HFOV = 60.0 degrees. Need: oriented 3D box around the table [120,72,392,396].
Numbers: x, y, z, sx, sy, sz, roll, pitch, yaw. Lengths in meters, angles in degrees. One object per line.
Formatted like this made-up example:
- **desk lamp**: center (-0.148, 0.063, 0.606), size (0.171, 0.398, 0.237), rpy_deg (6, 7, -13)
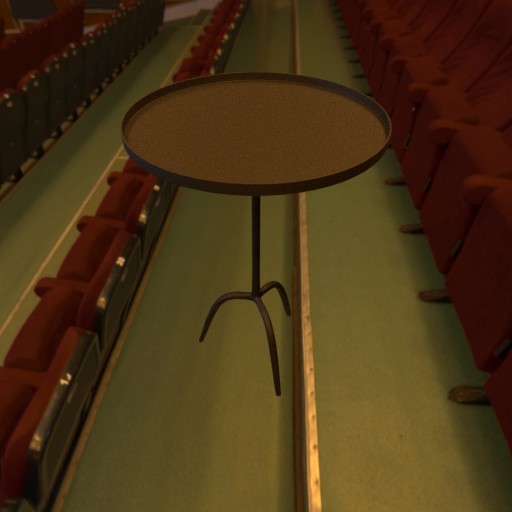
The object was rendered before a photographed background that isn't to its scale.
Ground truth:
- **table**: center (0.000, 0.000, 1.067), size (0.502, 0.700, 0.502), rpy_deg (2, 40, 2)
